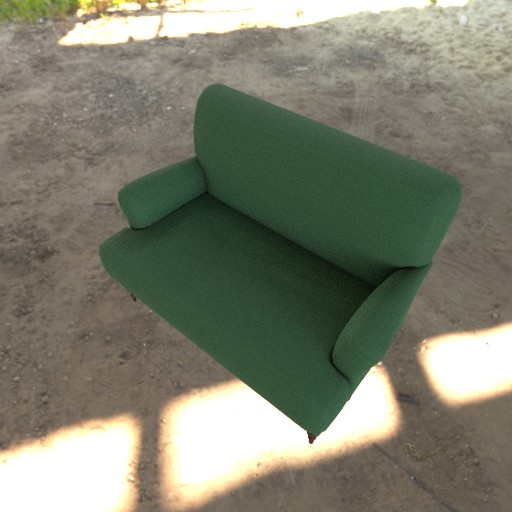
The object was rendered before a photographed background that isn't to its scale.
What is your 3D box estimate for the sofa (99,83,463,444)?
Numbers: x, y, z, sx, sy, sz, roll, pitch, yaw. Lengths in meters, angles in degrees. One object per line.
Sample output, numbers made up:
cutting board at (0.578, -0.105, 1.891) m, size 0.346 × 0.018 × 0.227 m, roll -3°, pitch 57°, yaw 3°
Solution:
sofa at (0.000, 0.000, 1.819) m, size 1.297 × 0.889 × 0.779 m, roll 31°, pitch 53°, yaw 27°
